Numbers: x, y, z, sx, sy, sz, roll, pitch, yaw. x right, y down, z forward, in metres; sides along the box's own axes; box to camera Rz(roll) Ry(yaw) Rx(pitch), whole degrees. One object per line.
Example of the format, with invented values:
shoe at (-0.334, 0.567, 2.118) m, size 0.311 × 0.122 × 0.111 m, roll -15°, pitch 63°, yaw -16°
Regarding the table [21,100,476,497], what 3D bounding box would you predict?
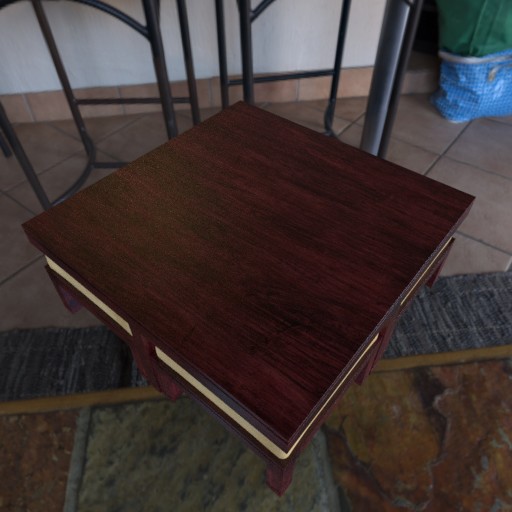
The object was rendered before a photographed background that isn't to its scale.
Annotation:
table at (0.000, 0.000, 1.315) m, size 0.865 × 0.356 × 0.865 m, roll 31°, pitch 54°, yaw 26°
